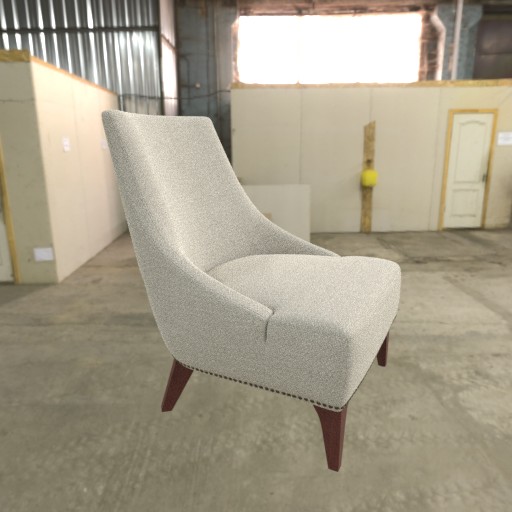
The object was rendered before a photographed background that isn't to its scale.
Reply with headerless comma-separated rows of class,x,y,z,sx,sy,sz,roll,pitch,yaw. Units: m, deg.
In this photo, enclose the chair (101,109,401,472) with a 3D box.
chair,0.000,0.000,1.459,0.861,0.909,0.701,7,17,26
